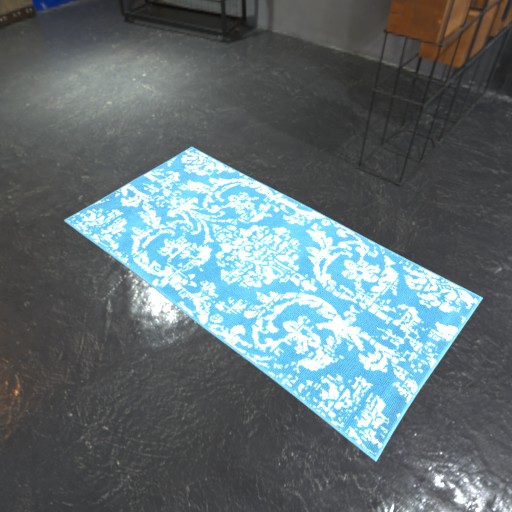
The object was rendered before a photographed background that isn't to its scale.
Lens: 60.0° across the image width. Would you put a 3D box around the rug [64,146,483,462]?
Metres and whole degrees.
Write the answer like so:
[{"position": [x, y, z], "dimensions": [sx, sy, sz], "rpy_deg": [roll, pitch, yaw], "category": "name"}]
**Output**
[{"position": [0.000, 0.000, 1.403], "dimensions": [1.219, 0.007, 0.604], "rpy_deg": [32, 54, 27], "category": "rug"}]
